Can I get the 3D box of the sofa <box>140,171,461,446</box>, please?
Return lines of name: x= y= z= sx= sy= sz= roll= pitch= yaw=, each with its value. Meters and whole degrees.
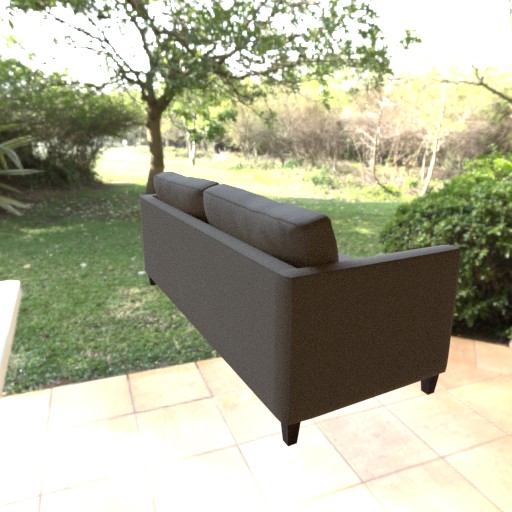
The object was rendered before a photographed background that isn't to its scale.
sofa: x=0.000 y=0.000 z=2.871 sx=0.951 sy=0.968 sz=2.361 roll=-8 pitch=18 yaw=-26
